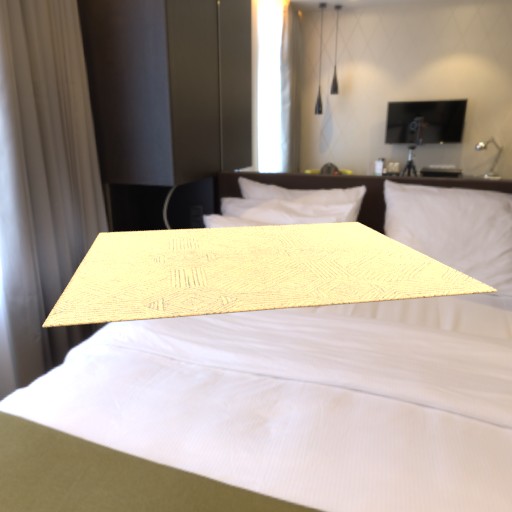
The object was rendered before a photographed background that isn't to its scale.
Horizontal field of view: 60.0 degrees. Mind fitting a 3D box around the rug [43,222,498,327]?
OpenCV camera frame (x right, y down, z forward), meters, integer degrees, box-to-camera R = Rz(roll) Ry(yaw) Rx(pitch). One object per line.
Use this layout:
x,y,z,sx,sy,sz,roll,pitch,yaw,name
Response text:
0.000,0.000,4.045,3.049,0.015,2.457,-3,16,-11,rug
